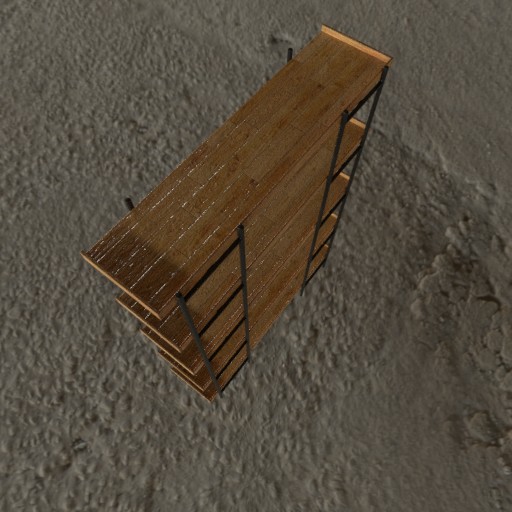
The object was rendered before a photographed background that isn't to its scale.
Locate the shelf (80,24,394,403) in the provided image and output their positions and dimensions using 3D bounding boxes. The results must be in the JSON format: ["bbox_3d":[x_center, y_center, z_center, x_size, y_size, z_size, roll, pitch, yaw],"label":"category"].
[{"bbox_3d":[0.000,0.000,2.387,0.379,1.826,1.371,35,68,16],"label":"shelf"}]
